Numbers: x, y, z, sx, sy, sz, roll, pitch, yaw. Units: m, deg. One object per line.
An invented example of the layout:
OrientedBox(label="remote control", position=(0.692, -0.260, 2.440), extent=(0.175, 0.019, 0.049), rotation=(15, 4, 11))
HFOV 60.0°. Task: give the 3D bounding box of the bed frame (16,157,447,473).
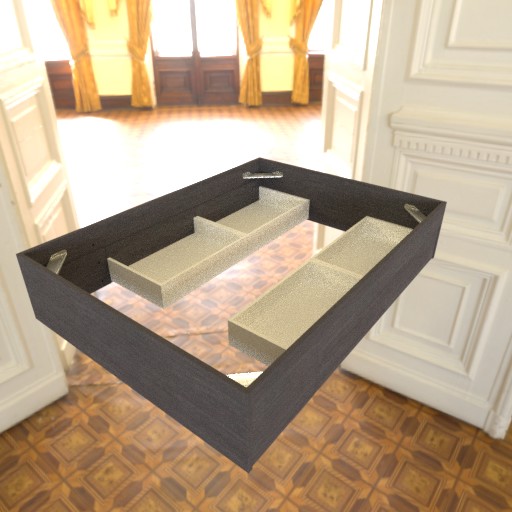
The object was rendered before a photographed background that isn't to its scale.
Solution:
OrientedBox(label="bed frame", position=(0.000, 0.000, 2.532), extent=(1.448, 0.459, 1.944), rotation=(21, 36, 32))
